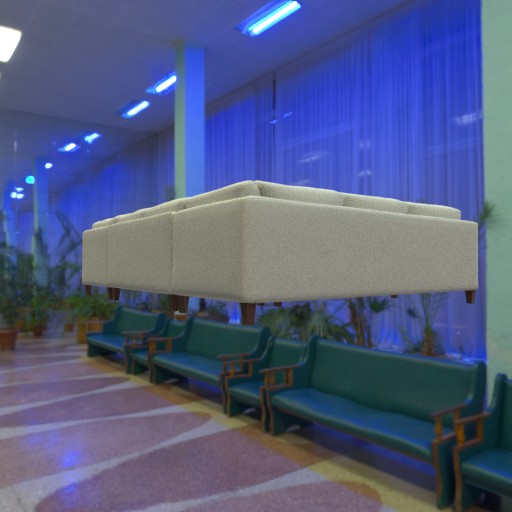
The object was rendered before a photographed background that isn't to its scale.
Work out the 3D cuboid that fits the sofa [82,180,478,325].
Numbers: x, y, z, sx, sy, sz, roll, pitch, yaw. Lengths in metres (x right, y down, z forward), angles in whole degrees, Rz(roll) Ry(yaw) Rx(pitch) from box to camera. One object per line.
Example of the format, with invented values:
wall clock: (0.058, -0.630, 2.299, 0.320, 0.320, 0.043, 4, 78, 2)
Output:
sofa: (0.000, 0.000, 4.427, 2.551, 0.853, 3.238, 1, -2, -36)
